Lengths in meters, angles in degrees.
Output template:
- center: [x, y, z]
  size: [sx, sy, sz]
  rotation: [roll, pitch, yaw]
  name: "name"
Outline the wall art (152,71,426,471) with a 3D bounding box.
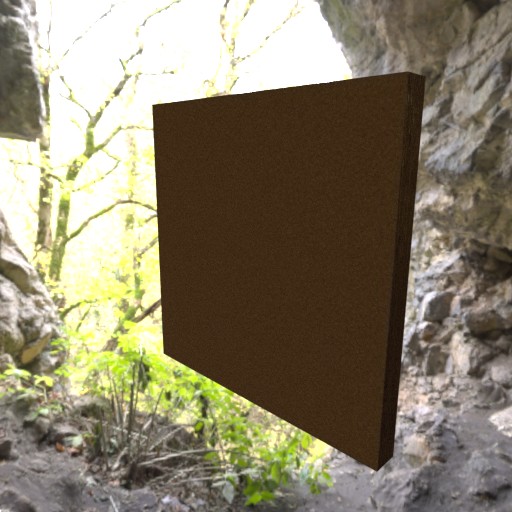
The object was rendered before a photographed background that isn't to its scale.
- center: [0.000, 0.000, 0.581]
  size: [0.406, 0.403, 0.039]
  rotation: [13, 18, 43]
  name: "wall art"
